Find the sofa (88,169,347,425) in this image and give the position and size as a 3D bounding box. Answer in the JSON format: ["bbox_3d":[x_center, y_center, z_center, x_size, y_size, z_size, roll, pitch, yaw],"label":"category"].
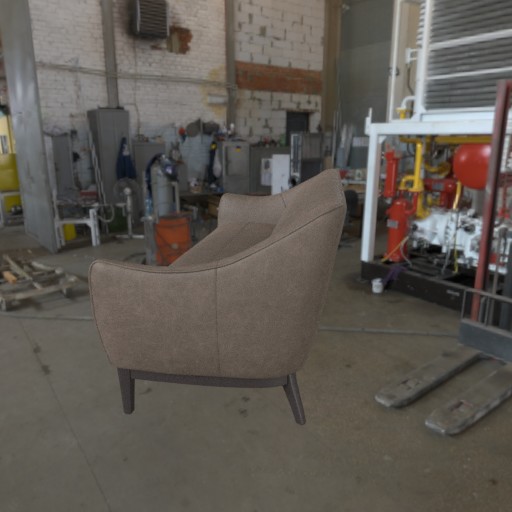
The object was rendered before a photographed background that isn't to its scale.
[{"bbox_3d":[0.000,0.000,2.366,0.869,0.831,1.928,2,15,9],"label":"sofa"}]
